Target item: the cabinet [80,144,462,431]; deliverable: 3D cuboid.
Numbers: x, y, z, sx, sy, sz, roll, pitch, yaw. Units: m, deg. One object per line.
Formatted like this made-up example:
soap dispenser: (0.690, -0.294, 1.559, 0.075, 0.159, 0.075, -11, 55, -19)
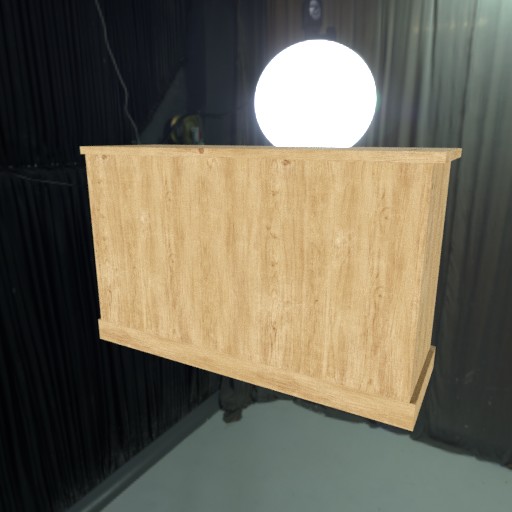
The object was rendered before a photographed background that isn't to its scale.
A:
cabinet: (0.000, 0.000, 1.699, 1.321, 0.810, 0.432, 8, 17, 28)
